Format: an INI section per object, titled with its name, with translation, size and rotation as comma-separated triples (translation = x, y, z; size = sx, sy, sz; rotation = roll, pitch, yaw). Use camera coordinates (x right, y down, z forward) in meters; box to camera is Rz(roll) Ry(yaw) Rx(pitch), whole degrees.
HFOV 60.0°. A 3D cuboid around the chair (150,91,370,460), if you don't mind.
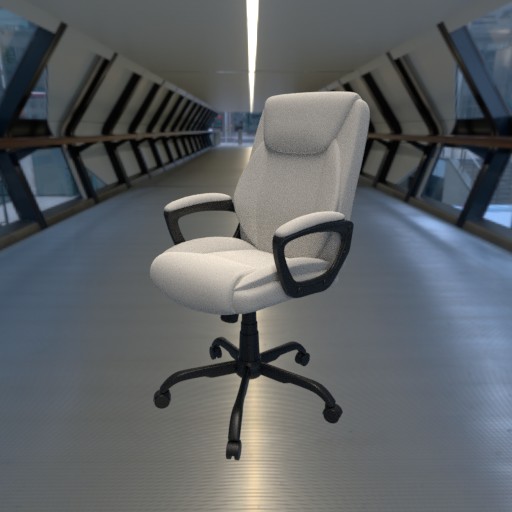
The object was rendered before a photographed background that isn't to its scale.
[chair]
translation = 0.000, 0.000, 1.502
size = 0.663, 1.065, 0.669
rotation = 15, 23, 42
